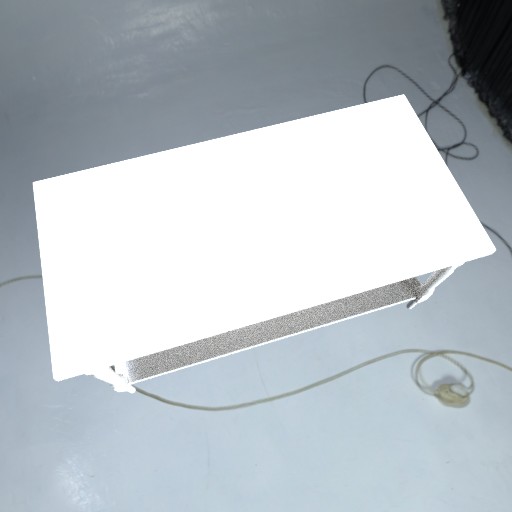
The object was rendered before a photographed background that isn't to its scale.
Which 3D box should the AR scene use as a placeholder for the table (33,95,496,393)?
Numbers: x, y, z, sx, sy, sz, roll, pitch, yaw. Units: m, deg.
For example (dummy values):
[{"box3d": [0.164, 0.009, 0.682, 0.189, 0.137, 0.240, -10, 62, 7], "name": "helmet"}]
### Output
[{"box3d": [0.000, 0.000, 1.394, 1.107, 0.510, 0.550, -15, 66, -7], "name": "table"}]
